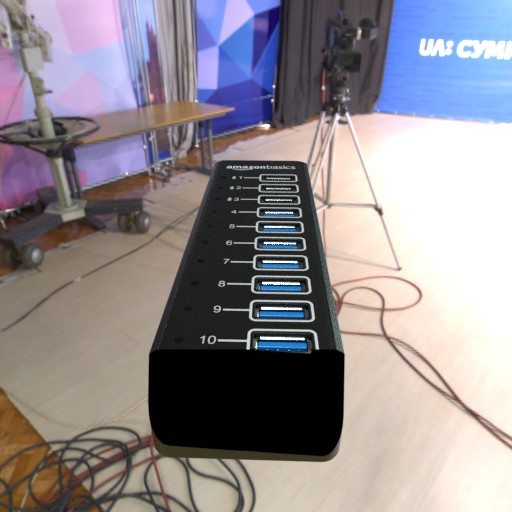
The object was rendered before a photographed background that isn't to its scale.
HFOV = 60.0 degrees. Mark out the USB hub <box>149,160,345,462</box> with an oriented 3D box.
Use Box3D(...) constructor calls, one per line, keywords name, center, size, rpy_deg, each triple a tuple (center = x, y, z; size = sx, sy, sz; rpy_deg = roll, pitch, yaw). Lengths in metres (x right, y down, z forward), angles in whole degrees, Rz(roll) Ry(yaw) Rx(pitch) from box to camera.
Box3D(name="USB hub", center=(0.000, 0.000, 0.158), size=(0.044, 0.023, 0.145), rpy_deg=(1, 31, 2))
